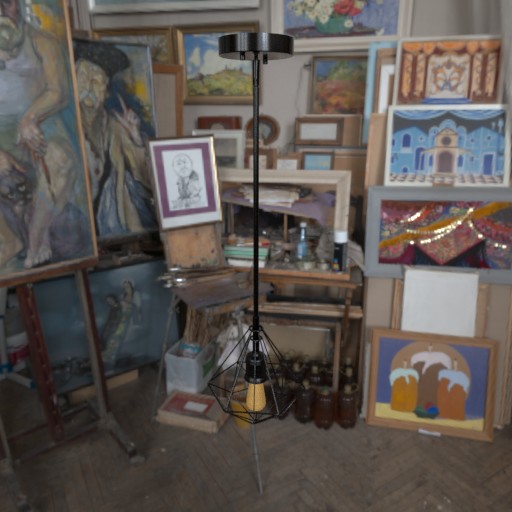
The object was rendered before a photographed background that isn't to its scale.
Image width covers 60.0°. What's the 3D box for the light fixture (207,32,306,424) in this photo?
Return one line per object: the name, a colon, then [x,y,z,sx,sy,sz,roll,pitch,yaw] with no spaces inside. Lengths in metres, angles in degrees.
light fixture: [0.000,0.000,1.988,0.431,1.764,0.487,-8,19,-23]
